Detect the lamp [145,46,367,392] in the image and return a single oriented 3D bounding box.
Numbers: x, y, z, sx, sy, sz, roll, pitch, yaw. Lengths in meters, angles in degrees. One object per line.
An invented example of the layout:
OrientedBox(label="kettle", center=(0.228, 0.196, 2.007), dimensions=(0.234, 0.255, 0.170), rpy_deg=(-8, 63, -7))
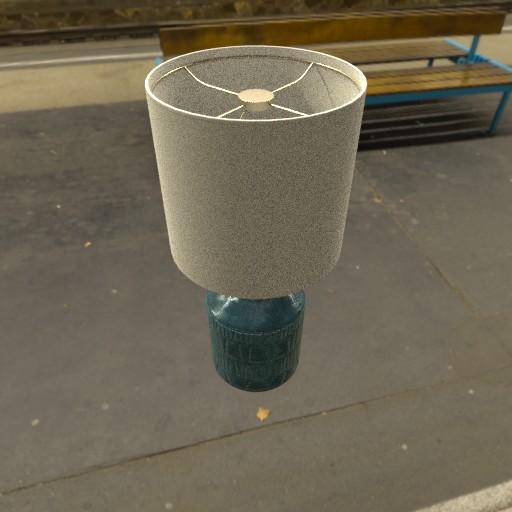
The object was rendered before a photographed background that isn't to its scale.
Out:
OrientedBox(label="lamp", center=(0.000, 0.000, 0.575), dimensions=(0.211, 0.455, 0.211), rpy_deg=(-26, 46, -27))
